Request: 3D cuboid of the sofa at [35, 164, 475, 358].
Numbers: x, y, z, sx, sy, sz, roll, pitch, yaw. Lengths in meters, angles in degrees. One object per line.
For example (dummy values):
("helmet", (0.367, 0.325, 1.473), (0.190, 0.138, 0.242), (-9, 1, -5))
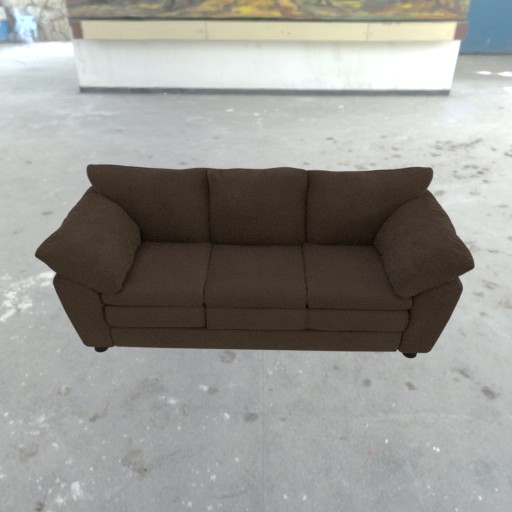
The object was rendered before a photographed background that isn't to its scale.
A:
("sofa", (0.000, 0.000, 2.793), (2.336, 1.015, 0.878), (1, 31, 1))
